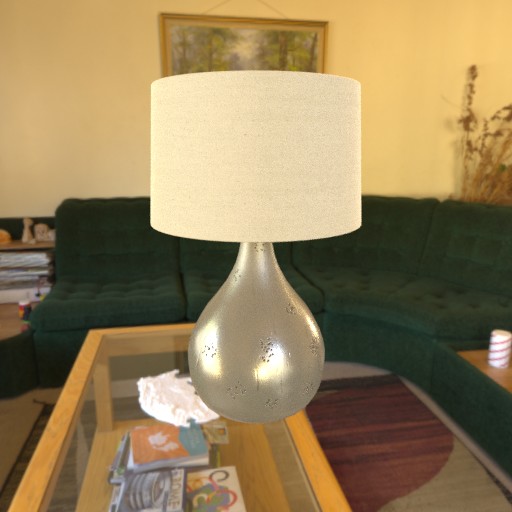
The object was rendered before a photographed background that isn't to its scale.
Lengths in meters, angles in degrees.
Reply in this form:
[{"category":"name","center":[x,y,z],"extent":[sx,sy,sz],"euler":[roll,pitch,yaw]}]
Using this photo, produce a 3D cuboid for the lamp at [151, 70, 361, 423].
[{"category":"lamp","center":[0.000,0.000,0.727],"extent":[0.330,0.521,0.330],"euler":[0,14,0]}]
